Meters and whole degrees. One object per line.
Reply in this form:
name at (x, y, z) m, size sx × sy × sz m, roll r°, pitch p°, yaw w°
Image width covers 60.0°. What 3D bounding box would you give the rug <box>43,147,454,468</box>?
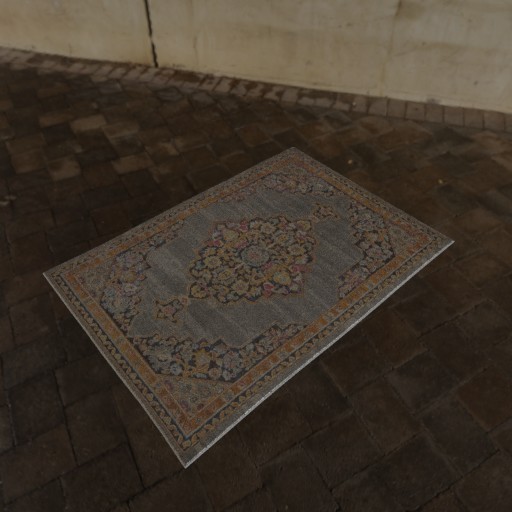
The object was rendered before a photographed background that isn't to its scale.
rug at (0.000, 0.000, 3.788) m, size 2.901 × 0.026 × 2.043 m, roll -32°, pitch 54°, yaw -27°
